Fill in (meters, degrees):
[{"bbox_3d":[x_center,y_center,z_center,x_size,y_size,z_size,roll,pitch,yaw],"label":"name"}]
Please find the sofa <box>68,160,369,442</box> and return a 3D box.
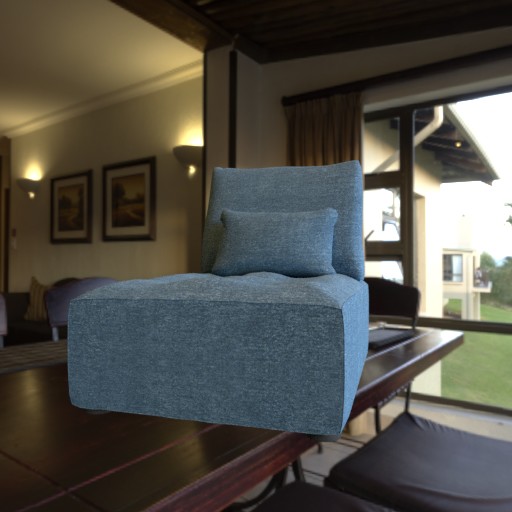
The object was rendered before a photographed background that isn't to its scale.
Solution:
[{"bbox_3d":[0.000,0.000,1.512,0.700,0.820,1.000,0,-1,17],"label":"sofa"}]
